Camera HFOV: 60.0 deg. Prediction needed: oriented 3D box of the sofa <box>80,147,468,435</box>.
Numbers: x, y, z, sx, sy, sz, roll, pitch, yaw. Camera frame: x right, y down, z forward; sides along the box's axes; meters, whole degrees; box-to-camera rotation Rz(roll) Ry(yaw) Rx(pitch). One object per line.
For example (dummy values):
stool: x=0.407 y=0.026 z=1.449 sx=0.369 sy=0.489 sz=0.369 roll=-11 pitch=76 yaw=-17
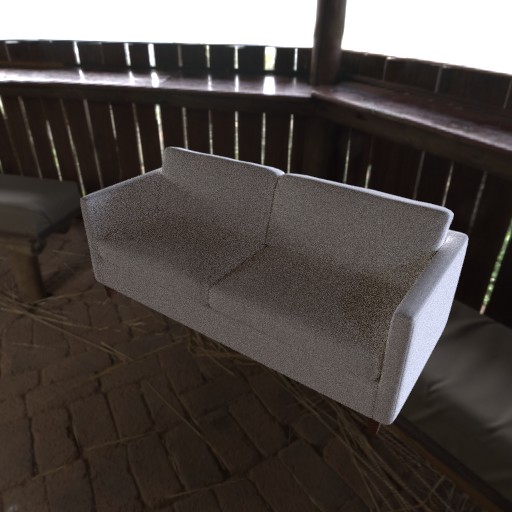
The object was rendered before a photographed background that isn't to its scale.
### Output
sofa: x=0.000 y=0.000 z=2.675 sx=2.139 sy=0.933 sz=0.924 roll=20 pitch=35 yaw=30
